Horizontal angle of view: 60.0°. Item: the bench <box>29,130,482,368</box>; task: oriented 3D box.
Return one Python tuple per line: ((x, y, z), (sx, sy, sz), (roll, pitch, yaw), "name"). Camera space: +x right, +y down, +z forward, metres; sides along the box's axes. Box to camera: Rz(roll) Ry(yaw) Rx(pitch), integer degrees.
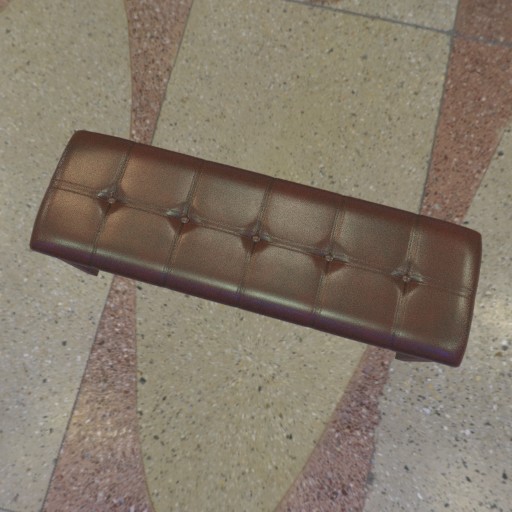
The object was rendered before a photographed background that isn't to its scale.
((0.000, 0.000, 1.458), (1.259, 0.491, 0.401), (15, 77, 3), "bench")
